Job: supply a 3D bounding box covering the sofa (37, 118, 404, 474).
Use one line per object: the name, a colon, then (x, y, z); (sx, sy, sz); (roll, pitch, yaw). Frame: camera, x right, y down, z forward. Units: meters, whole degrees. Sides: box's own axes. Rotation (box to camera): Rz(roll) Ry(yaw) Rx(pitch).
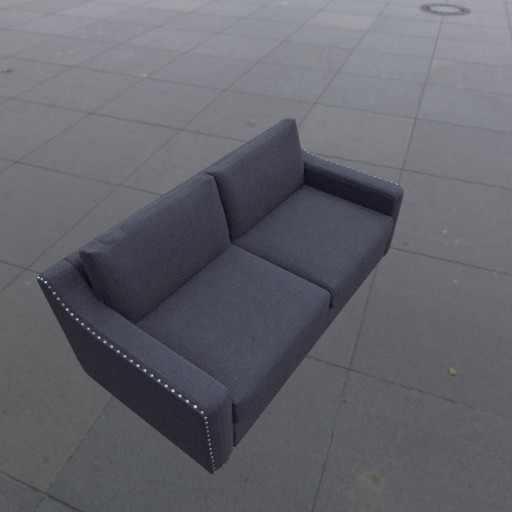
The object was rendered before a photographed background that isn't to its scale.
sofa: (0.000, 0.000, 3.321); (1.336, 1.196, 2.550); (26, 47, 26)
